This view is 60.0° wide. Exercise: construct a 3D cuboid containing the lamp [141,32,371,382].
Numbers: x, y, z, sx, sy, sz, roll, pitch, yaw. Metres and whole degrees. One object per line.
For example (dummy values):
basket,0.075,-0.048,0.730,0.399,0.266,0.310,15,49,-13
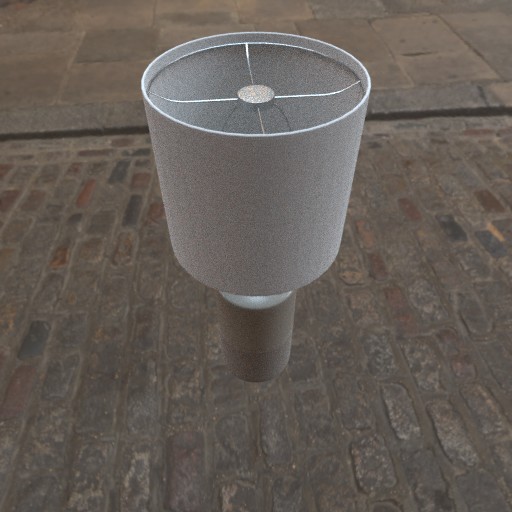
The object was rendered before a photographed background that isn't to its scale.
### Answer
lamp,0.000,0.000,0.593,0.212,0.493,0.212,-4,47,-4
